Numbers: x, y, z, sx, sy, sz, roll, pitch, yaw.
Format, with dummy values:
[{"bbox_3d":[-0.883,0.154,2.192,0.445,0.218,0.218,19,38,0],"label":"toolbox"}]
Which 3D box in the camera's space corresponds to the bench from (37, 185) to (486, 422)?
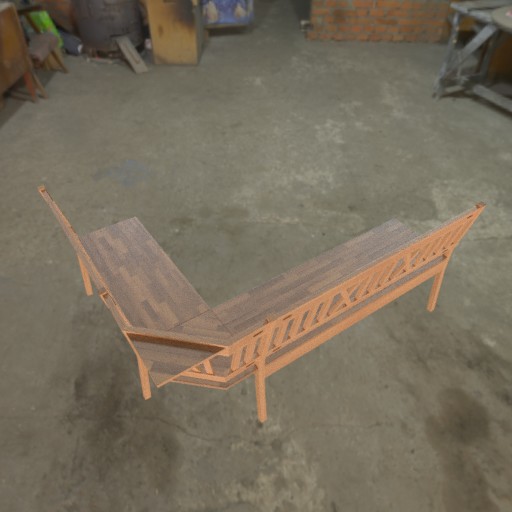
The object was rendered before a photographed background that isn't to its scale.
[{"bbox_3d":[0.000,0.000,2.733,1.937,0.902,1.537,-25,48,-25],"label":"bench"}]
